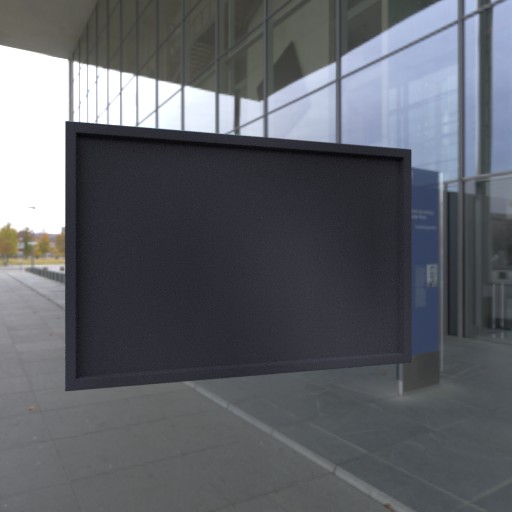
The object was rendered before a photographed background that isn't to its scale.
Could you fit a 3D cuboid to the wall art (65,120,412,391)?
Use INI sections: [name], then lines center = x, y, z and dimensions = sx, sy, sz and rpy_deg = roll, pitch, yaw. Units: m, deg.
[wall art]
center = 0.000, 0.000, 0.769
dimensions = 0.609, 0.406, 0.033
rpy_deg = 0, 0, -17
